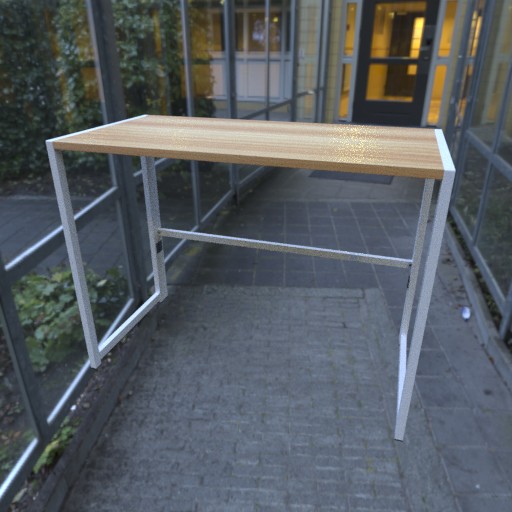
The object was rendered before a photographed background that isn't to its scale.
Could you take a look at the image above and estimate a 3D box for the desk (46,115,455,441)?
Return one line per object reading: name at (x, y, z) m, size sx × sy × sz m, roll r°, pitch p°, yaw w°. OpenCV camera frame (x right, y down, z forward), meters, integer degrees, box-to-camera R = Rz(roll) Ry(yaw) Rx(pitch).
desk at (0.000, 0.000, 1.418) m, size 1.016 × 0.762 × 0.508 m, roll 8°, pitch 27°, yaw 16°
